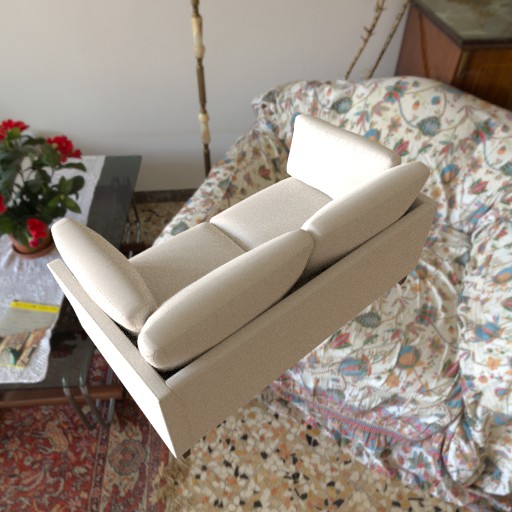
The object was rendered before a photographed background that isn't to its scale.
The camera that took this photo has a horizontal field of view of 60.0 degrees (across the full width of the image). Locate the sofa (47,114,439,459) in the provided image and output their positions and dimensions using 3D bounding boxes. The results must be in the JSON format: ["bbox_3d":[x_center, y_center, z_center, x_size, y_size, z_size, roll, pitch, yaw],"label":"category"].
[{"bbox_3d":[0.000,0.000,2.337,1.776,0.836,0.970,-31,52,-28],"label":"sofa"}]
